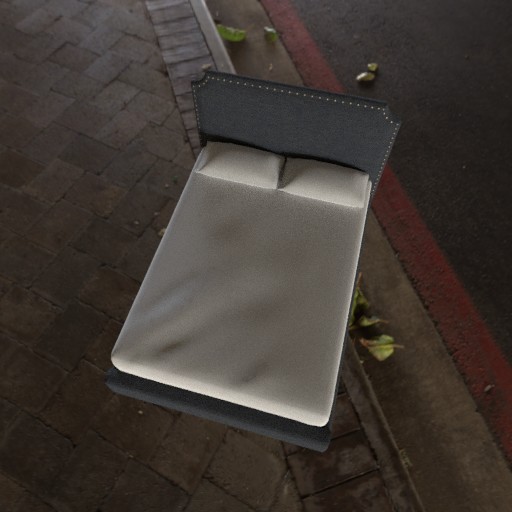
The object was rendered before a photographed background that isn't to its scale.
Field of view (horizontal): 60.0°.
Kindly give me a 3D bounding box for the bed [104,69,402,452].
[{"bbox_3d":[0.000,0.000,3.482,1.713,1.443,2.372,13,61,7],"label":"bed"}]
